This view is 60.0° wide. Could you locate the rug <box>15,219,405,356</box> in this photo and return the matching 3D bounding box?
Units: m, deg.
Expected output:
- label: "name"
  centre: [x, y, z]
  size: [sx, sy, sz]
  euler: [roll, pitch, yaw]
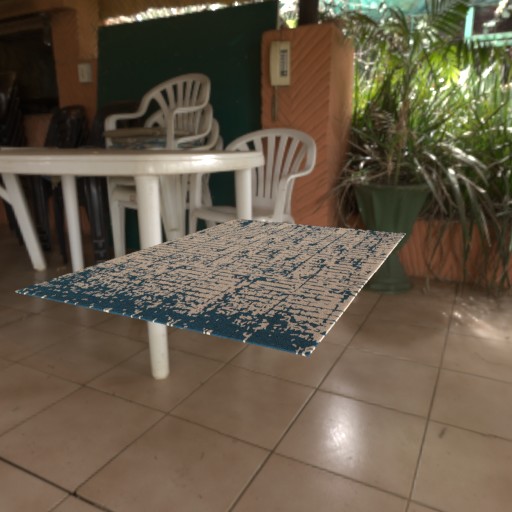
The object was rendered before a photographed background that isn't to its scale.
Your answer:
- label: "rug"
  centre: [0.000, 0.000, 2.280]
  size: [1.220, 0.007, 1.828]
  euler: [7, 16, 25]
